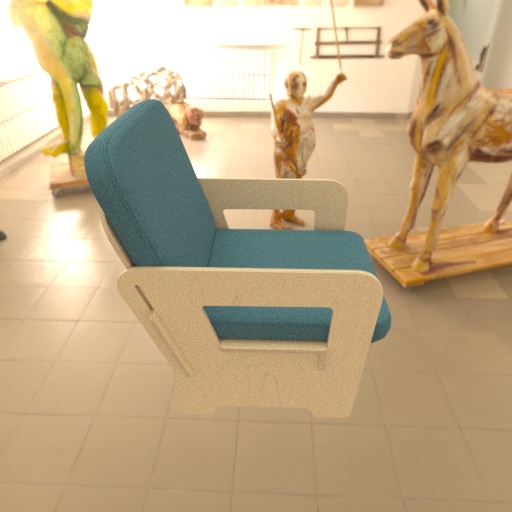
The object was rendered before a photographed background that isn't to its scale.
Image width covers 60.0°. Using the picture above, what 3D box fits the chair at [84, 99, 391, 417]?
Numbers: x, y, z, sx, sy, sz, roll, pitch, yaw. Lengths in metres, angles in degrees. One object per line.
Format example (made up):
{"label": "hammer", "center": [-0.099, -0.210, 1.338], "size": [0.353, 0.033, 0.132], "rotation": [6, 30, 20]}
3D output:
{"label": "chair", "center": [0.000, 0.000, 1.195], "size": [0.657, 0.747, 0.547], "rotation": [1, 31, 2]}
